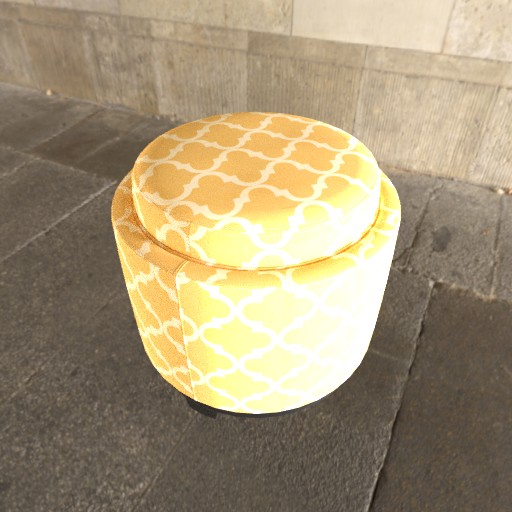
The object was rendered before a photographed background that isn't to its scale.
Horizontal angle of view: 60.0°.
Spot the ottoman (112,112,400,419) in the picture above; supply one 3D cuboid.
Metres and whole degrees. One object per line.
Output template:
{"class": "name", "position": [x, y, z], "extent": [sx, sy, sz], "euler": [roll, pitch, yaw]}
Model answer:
{"class": "ottoman", "position": [0.000, 0.000, 0.835], "extent": [0.480, 0.429, 0.480], "euler": [0, 40, 0]}
